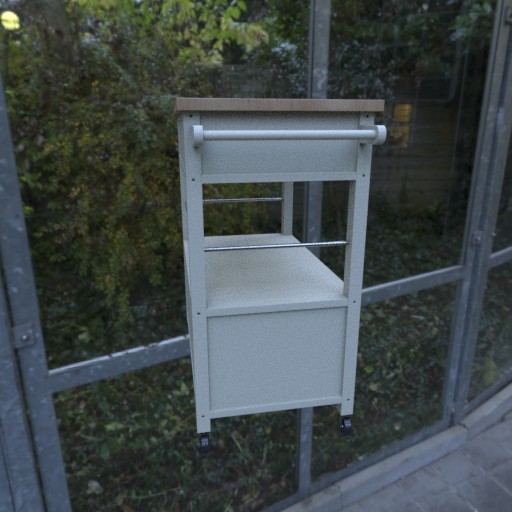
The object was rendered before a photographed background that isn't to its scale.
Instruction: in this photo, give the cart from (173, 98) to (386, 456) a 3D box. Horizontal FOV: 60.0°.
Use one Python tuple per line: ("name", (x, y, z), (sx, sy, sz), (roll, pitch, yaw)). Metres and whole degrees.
("cart", (0.000, 0.000, 1.397), (0.459, 0.901, 0.840), (-3, 17, -10))
